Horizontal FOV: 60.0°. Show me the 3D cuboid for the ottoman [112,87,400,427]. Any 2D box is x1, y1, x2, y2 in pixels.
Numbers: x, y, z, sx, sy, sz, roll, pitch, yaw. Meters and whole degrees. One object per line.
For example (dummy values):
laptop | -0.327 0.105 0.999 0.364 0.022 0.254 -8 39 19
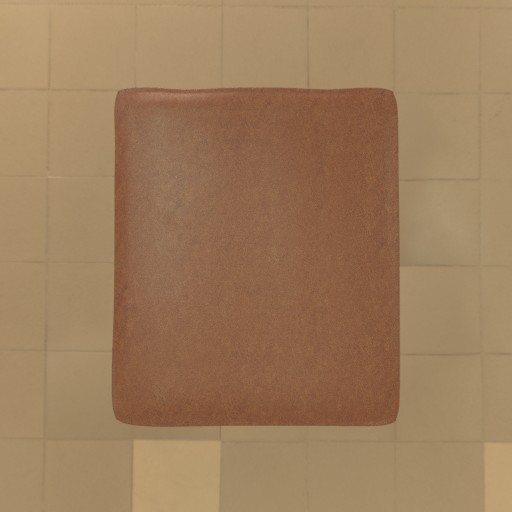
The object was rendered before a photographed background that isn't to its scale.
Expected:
ottoman | 0.000 0.000 1.450 0.836 0.472 0.987 0 89 0
